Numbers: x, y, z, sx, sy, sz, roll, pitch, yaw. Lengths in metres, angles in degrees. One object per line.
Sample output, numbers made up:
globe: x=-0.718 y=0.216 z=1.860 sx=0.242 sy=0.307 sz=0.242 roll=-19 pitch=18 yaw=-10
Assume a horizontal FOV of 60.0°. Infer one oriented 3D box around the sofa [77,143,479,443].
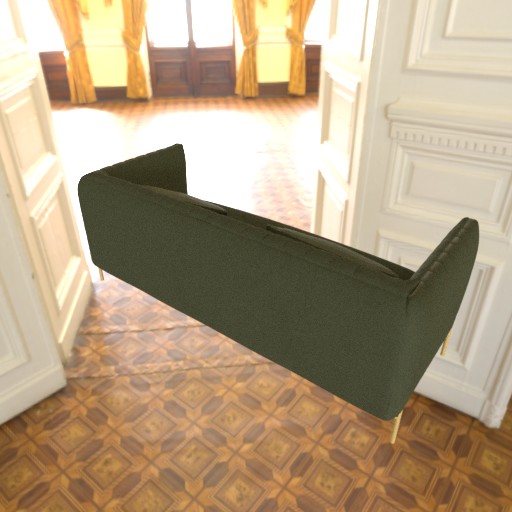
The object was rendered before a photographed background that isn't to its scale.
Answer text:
sofa: x=0.000 y=0.000 z=2.556 sx=2.137 sy=0.793 sz=0.896 roll=22 pitch=37 yaw=31
